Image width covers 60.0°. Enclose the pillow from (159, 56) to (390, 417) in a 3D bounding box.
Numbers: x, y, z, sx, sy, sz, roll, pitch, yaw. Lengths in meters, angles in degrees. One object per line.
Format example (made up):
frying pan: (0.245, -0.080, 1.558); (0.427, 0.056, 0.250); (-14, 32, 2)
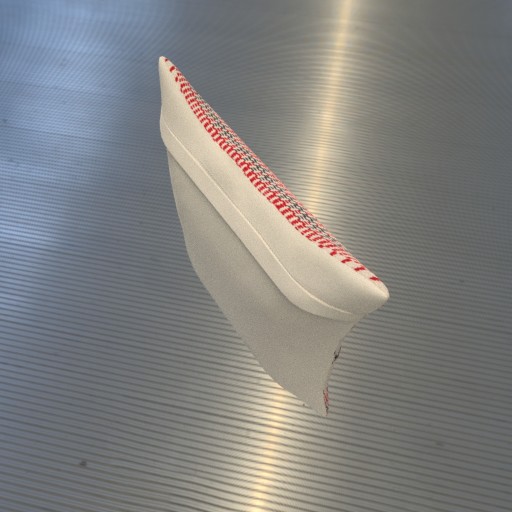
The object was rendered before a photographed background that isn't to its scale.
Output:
pillow: (0.000, 0.000, 0.711); (0.160, 0.454, 0.463); (-29, 61, -18)
